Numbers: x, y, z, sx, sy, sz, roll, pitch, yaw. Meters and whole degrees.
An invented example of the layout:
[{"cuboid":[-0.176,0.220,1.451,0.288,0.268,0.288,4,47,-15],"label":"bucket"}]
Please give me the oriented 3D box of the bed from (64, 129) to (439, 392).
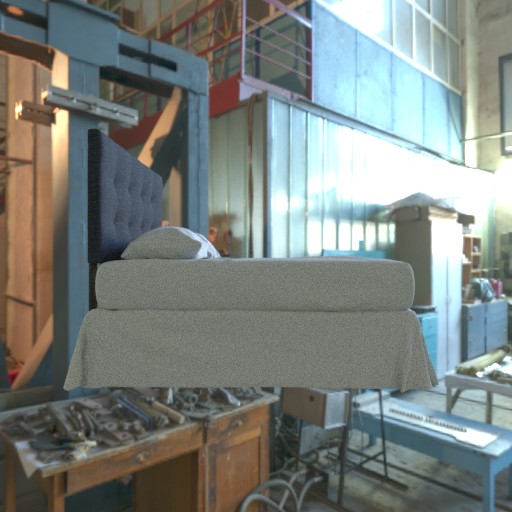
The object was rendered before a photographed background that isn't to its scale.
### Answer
[{"cuboid":[0.000,0.000,3.510,2.222,1.577,1.936,0,0,1],"label":"bed"}]
